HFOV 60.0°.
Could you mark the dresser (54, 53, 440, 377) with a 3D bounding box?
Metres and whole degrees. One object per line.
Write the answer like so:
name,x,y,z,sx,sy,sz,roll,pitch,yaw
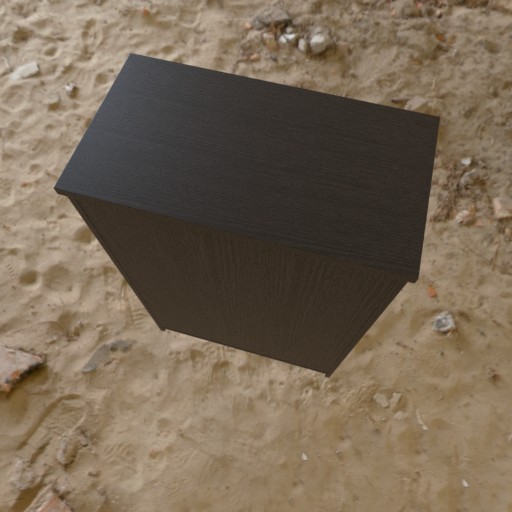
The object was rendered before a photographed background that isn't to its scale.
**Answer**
dresser,0.000,0.000,1.360,0.704,1.020,0.399,14,65,7
